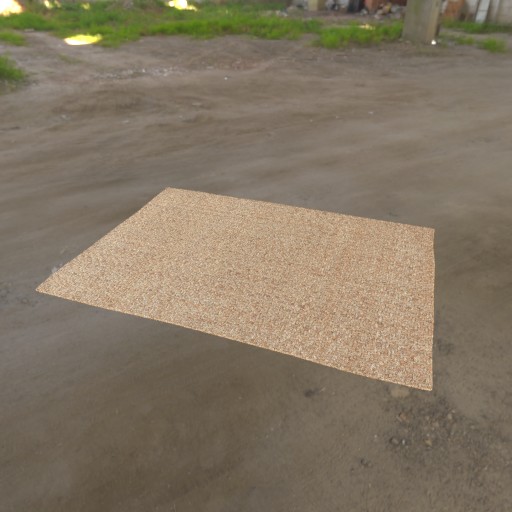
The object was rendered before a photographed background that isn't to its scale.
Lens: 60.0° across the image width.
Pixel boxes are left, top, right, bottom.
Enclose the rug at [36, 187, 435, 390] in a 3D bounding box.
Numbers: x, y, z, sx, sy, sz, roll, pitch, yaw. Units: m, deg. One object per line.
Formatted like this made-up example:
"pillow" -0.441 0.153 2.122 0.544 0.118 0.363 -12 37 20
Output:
"rug" 0.000 0.000 2.812 2.141 0.013 1.566 11 34 16
